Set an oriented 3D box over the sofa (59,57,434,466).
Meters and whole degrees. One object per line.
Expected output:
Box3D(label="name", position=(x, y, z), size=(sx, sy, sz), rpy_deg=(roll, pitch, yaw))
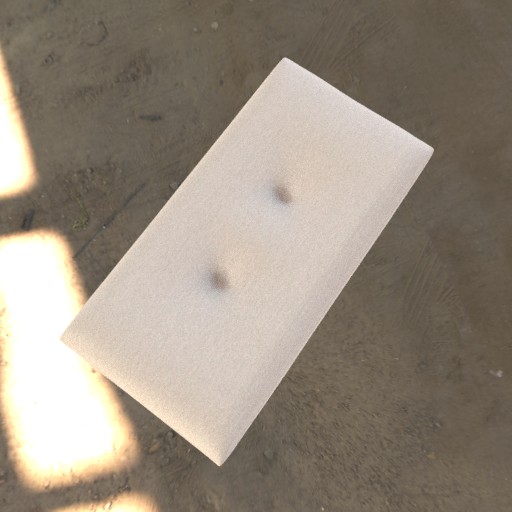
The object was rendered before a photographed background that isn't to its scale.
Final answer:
Box3D(label="sofa", position=(0.000, 0.000, 1.223), size=(0.480, 0.470, 0.930), rpy_deg=(35, 79, 8))
